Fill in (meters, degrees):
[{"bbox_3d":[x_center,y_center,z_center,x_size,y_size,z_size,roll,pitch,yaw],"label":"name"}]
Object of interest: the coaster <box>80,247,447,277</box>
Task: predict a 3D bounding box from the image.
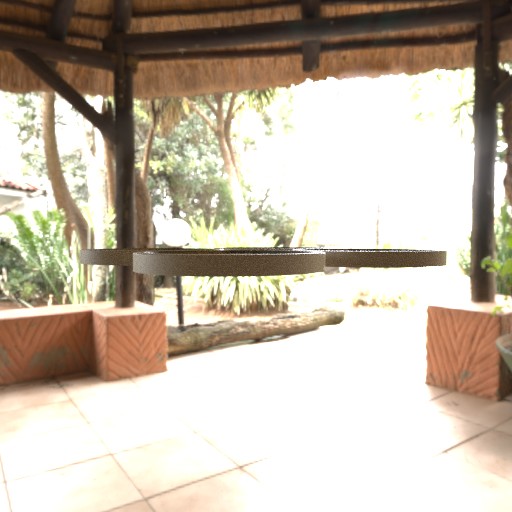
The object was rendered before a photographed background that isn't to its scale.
[{"bbox_3d":[0.000,0.000,0.334,0.224,0.010,0.220,-1,2,-35],"label":"coaster"}]
